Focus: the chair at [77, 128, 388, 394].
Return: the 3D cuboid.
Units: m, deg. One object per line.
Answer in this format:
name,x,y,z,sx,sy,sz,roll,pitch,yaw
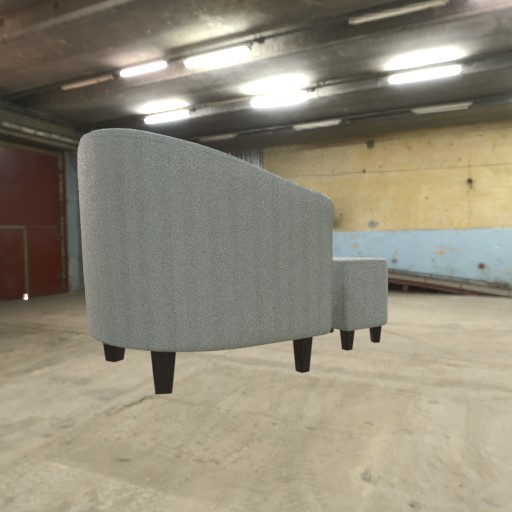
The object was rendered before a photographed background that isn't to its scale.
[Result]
chair,0.000,0.000,1.712,1.288,0.757,0.756,-1,1,-36
